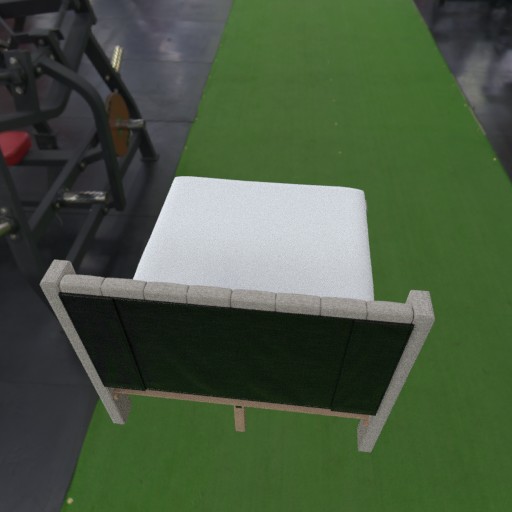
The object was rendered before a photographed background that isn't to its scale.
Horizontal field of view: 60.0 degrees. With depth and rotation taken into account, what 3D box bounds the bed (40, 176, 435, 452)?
[{"bbox_3d":[0.000,0.000,3.683,2.044,1.748,2.372,5,46,5],"label":"bed"}]
